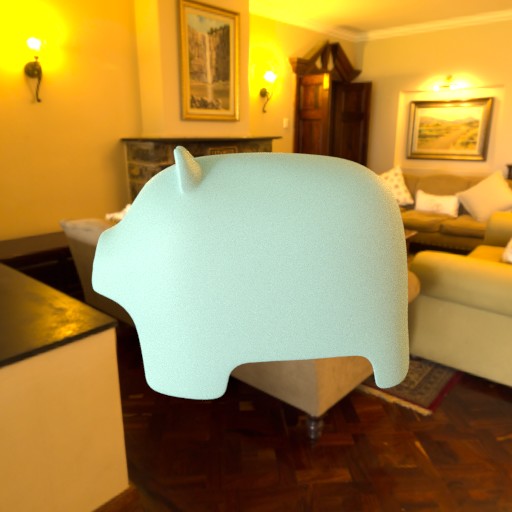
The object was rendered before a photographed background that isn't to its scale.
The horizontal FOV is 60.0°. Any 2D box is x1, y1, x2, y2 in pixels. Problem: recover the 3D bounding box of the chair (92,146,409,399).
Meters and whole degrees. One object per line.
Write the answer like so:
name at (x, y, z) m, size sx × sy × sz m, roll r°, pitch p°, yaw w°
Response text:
chair at (0.000, 0.000, 0.884) m, size 0.619 × 0.423 × 0.364 m, roll -2°, pitch 16°, yaw -8°
